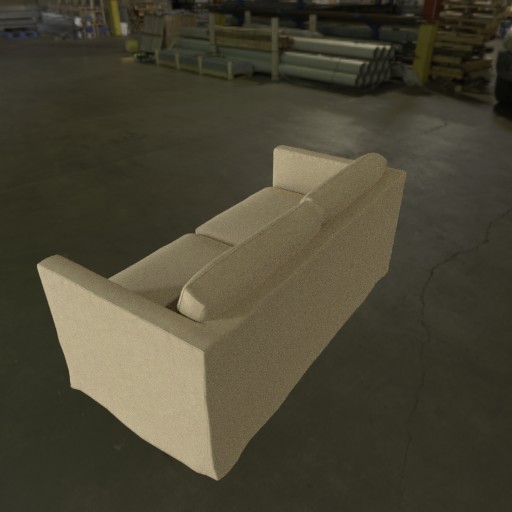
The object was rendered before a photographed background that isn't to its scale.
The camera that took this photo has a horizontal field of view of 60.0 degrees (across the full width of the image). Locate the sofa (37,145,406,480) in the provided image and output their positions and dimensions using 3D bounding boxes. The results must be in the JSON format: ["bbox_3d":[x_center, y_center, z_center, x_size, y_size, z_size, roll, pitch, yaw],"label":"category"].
[{"bbox_3d":[0.000,0.000,2.438,0.962,0.835,1.959,20,37,29],"label":"sofa"}]
